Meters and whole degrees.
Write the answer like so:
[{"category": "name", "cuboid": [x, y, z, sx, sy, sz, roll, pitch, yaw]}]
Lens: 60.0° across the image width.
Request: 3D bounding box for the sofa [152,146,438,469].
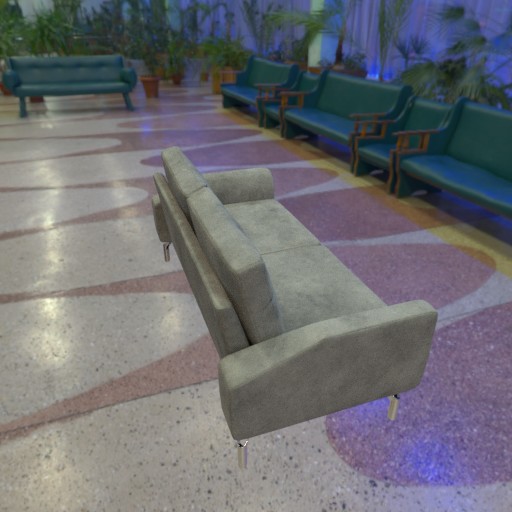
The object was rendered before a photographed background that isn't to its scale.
[{"category": "sofa", "cuboid": [0.000, 0.000, 2.376, 0.849, 0.859, 1.837, -10, 31, -17]}]
